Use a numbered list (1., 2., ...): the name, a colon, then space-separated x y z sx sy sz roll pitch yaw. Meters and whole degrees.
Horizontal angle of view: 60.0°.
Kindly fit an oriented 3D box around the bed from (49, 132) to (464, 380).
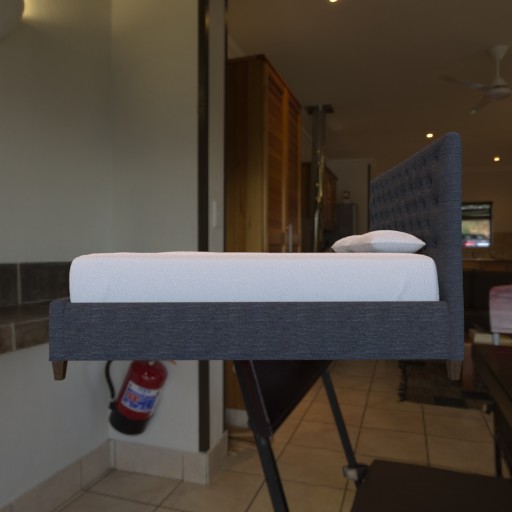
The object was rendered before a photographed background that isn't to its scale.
1. bed: 0.000 0.000 3.361 2.387 1.427 1.698 0 0 0
